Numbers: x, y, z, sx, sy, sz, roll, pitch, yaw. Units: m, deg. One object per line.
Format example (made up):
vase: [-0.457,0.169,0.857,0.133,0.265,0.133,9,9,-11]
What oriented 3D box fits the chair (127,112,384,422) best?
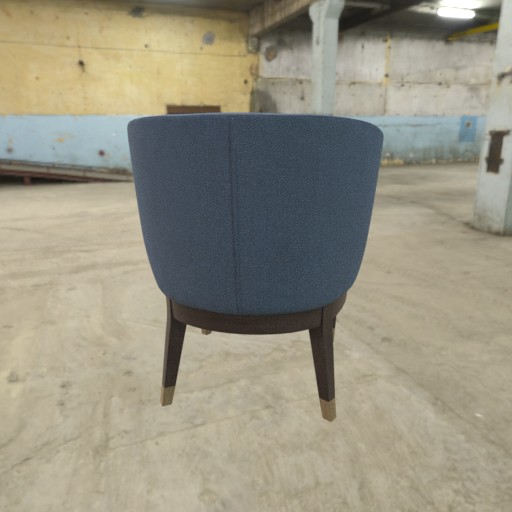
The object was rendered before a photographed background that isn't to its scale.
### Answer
chair: [0.000,0.000,1.276,0.661,0.760,0.702,2,16,8]
